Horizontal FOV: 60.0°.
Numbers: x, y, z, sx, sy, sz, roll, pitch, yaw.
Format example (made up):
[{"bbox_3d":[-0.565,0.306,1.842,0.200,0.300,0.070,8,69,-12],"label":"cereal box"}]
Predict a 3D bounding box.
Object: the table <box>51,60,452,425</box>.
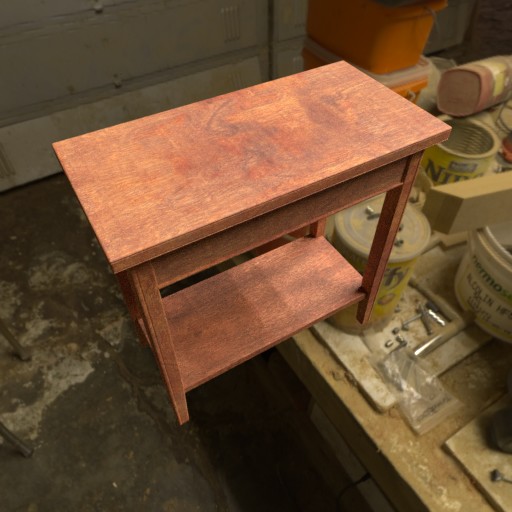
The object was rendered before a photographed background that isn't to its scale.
[{"bbox_3d":[0.000,0.000,0.976,0.610,0.610,0.305,-24,52,-20],"label":"table"}]
